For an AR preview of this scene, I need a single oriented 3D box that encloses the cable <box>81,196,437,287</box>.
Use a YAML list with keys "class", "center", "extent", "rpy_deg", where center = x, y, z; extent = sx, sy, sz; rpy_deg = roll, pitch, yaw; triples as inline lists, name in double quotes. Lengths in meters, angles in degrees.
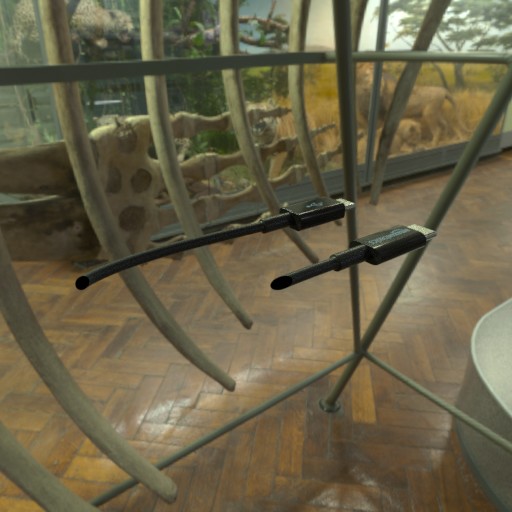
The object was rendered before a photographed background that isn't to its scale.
- class: "cable"
  center: [0.000, 0.000, 0.113]
  extent: [0.098, 0.006, 0.040]
  rpy_deg: [-17, 31, -32]
